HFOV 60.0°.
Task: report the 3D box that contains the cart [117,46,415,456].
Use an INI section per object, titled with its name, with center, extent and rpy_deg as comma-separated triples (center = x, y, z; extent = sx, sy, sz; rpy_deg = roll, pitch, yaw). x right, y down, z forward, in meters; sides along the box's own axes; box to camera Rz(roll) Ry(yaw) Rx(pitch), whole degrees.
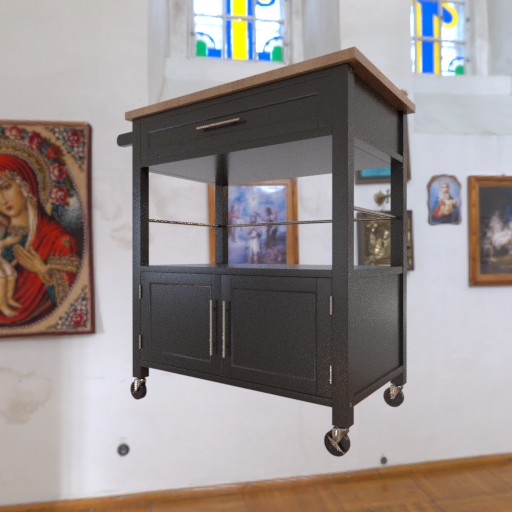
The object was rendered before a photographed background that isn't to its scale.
[cart]
center = 0.000, 0.000, 1.377
extent = 0.840, 0.901, 0.459
rpy_deg = 0, 0, 35
